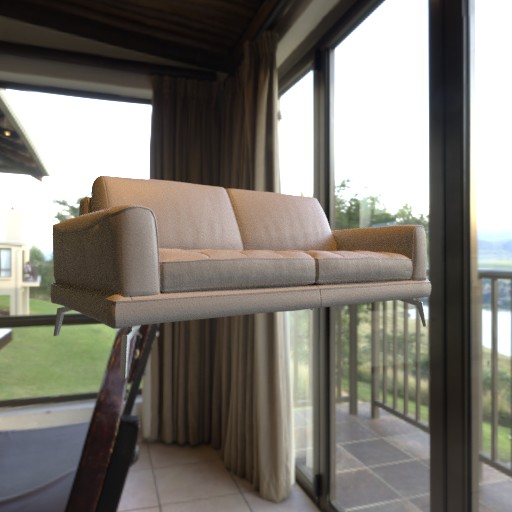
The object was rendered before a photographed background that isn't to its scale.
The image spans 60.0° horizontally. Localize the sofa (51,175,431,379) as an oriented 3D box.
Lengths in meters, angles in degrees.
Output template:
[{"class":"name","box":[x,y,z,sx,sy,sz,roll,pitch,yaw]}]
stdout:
[{"class":"sofa","box":[0.000,0.000,2.742,2.177,0.930,1.121,0,0,-37]}]
